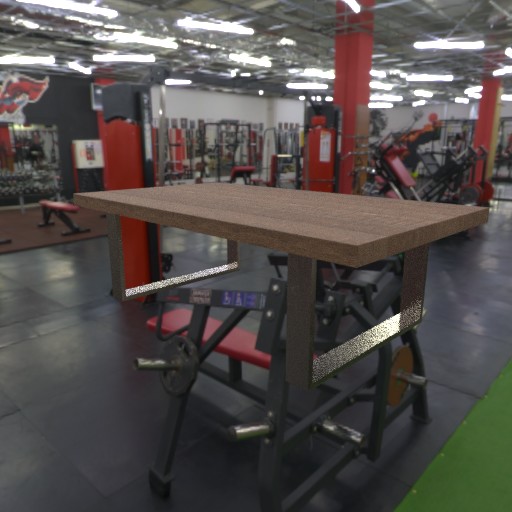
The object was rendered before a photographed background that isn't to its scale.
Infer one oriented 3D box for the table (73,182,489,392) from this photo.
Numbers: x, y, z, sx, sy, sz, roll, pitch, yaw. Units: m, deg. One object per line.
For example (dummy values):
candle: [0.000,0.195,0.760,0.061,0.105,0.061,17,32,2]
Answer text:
table: [0.000,0.000,1.734,1.400,0.440,0.800,14,20,43]
